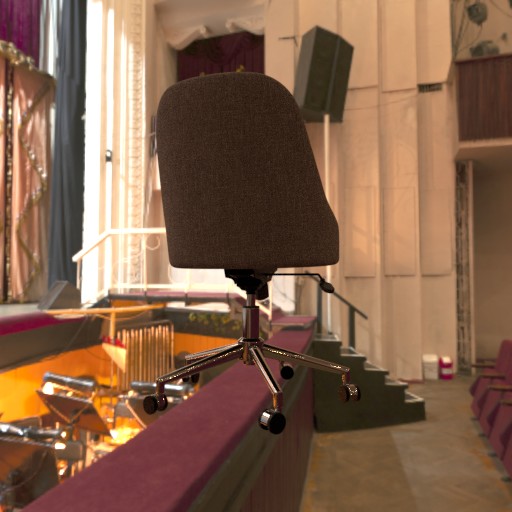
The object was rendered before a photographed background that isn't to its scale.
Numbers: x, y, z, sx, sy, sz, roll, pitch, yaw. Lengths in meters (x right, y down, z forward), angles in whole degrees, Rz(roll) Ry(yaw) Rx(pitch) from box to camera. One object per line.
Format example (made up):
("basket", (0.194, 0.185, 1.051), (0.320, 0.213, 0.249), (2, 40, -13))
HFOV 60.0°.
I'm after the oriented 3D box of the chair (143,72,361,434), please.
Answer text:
("chair", (0.000, 0.000, 1.491), (0.671, 0.950, 0.712), (-1, -3, 18))
